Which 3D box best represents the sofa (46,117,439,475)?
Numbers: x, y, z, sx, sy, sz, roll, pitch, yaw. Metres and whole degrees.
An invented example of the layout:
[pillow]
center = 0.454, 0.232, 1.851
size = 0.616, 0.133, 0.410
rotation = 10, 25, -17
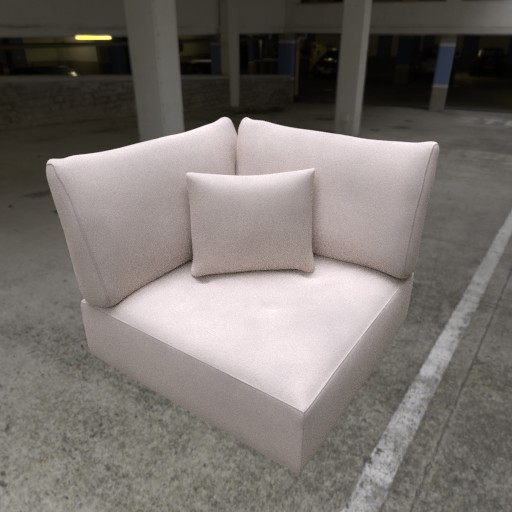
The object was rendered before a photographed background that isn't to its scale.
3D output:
[sofa]
center = 0.000, 0.000, 1.692
size = 1.000, 0.820, 1.000
rotation = 18, 32, 30
